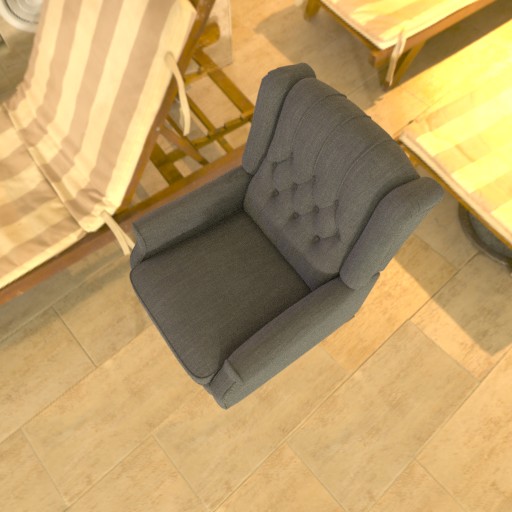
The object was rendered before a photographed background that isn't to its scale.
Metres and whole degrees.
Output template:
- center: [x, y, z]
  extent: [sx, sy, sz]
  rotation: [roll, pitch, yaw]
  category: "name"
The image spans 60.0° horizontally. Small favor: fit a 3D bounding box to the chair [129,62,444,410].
- center: [0.000, 0.000, 1.683]
  extent: [0.898, 1.035, 0.742]
  rotation: [-33, 68, -15]
  category: "chair"
